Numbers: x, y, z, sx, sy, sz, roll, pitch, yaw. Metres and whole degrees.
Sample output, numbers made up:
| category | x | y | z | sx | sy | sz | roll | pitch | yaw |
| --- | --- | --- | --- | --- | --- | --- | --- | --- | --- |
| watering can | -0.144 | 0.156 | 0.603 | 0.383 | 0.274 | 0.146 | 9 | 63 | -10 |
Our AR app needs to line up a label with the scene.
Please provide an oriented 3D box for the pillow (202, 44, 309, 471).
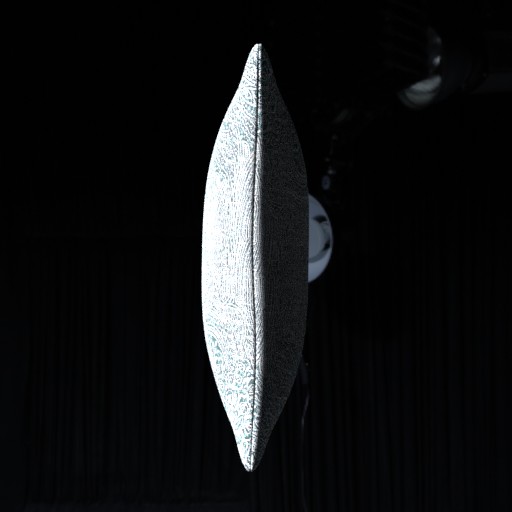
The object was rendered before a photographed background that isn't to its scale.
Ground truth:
| category | x | y | z | sx | sy | sz | roll | pitch | yaw |
| --- | --- | --- | --- | --- | --- | --- | --- | --- | --- |
| pillow | 0.000 | 0.000 | 0.783 | 0.166 | 0.507 | 0.526 | 0 | 1 | 0 |
